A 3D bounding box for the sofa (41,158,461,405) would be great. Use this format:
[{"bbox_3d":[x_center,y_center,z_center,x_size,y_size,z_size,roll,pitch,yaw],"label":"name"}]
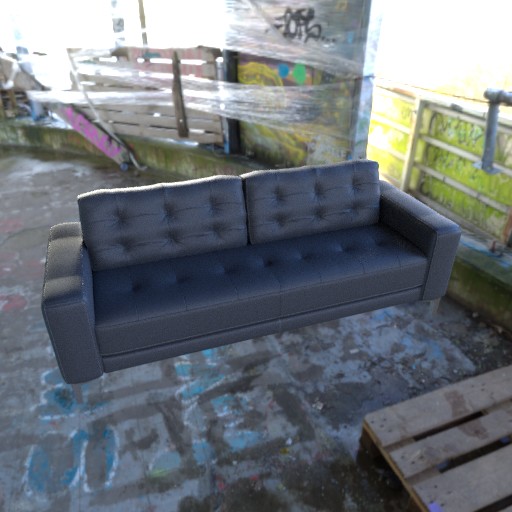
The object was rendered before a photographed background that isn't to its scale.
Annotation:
[{"bbox_3d":[0.000,0.000,2.645,2.275,0.893,0.833,-10,32,-16],"label":"sofa"}]
